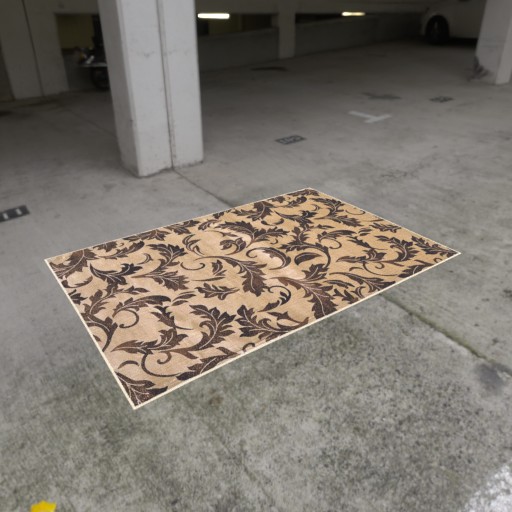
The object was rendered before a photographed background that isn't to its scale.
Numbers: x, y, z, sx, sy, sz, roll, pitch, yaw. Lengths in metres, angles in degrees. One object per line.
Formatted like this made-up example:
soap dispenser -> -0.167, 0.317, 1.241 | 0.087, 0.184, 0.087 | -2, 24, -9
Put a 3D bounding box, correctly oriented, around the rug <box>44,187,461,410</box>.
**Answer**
rug -> 0.000, 0.000, 2.902 | 2.284, 0.008, 1.522 | -19, 34, -30
